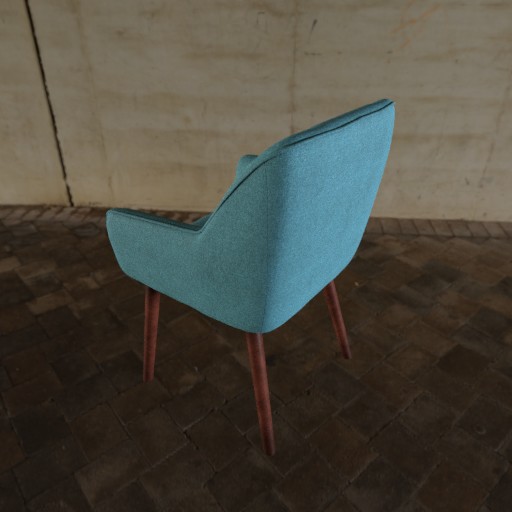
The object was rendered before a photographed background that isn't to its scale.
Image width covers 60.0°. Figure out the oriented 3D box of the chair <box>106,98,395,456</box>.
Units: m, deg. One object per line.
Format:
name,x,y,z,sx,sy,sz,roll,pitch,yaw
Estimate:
chair,0.000,0.000,1.175,0.519,0.803,0.543,21,37,31
